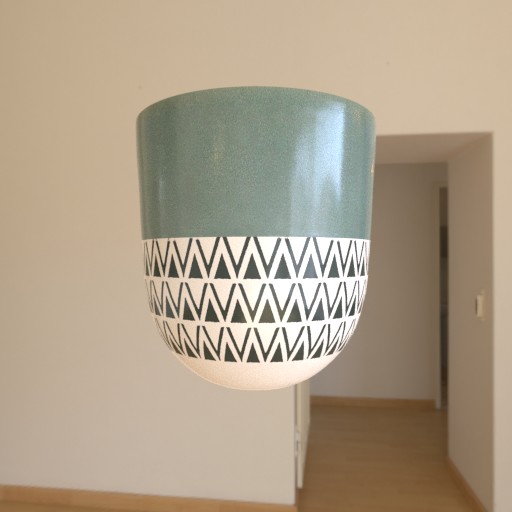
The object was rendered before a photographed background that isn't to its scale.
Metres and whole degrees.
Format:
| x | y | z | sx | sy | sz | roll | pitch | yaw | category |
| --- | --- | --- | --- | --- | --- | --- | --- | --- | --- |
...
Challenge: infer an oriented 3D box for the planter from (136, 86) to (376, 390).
| x | y | z | sx | sy | sz | roll | pitch | yaw | category |
| --- | --- | --- | --- | --- | --- | --- | --- | --- | --- |
| 0.000 | 0.000 | 0.378 | 0.198 | 0.214 | 0.198 | 0 | 0 | 0 | planter |
